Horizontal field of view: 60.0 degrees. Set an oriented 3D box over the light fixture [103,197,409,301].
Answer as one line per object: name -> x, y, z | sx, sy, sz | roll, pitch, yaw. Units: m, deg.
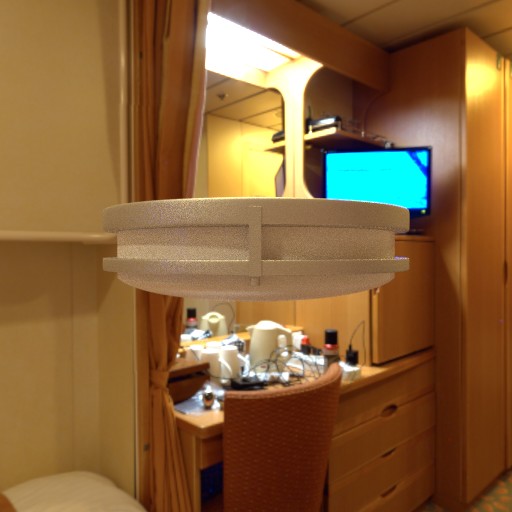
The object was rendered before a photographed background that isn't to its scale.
light fixture -> 0.000, 0.000, 0.542 | 0.356, 0.102, 0.356 | 0, 1, 0
